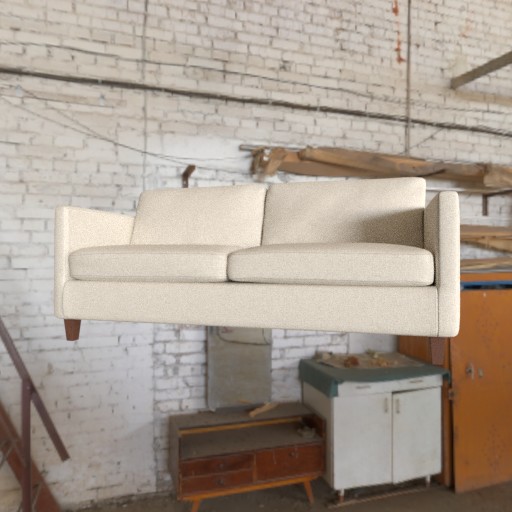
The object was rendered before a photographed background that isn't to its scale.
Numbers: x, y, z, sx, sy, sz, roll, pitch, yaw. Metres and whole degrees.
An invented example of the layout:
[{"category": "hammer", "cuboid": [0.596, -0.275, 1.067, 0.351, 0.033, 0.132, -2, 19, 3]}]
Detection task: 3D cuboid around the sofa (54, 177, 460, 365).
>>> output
[{"category": "sofa", "cuboid": [0.000, 0.000, 2.478, 1.981, 0.889, 0.965, 0, 0, 16]}]
